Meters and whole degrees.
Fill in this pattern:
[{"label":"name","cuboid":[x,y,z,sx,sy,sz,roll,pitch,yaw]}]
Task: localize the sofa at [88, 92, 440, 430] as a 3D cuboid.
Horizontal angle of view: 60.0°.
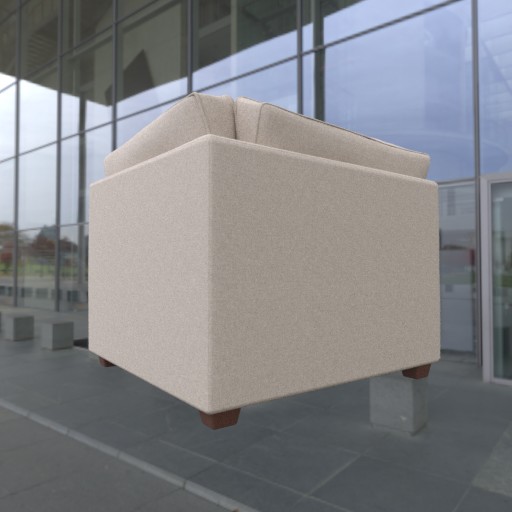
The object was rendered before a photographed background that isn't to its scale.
[{"label":"sofa","cuboid":[0.000,0.000,1.797,1.050,0.937,1.042,1,-2,-36]}]
